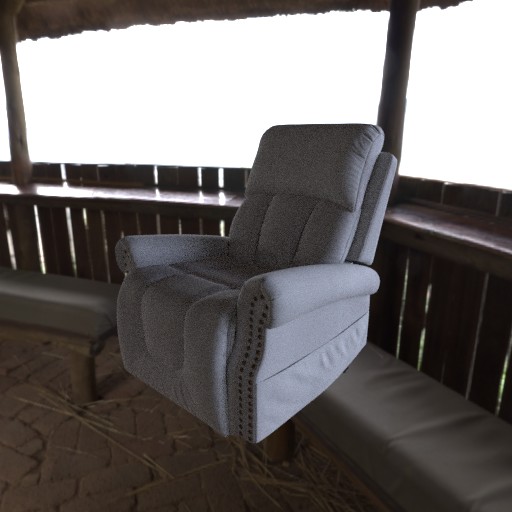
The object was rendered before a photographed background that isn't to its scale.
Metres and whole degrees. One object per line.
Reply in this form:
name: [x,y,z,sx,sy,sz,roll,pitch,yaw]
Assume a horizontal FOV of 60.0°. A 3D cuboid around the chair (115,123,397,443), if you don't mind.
chair: [0.000,0.000,1.780,0.871,1.031,0.979,14,21,41]
